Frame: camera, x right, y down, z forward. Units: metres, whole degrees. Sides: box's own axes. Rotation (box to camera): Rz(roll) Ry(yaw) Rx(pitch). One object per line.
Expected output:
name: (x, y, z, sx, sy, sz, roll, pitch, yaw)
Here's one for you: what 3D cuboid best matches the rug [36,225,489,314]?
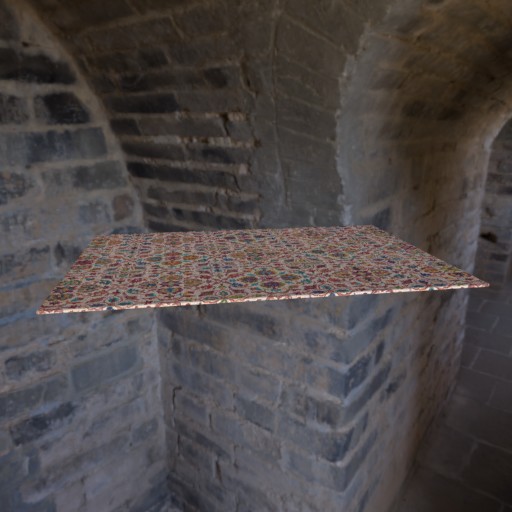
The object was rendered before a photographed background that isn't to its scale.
rug: (0.000, 0.000, 2.935, 2.297, 0.018, 1.541, -3, 16, -9)
